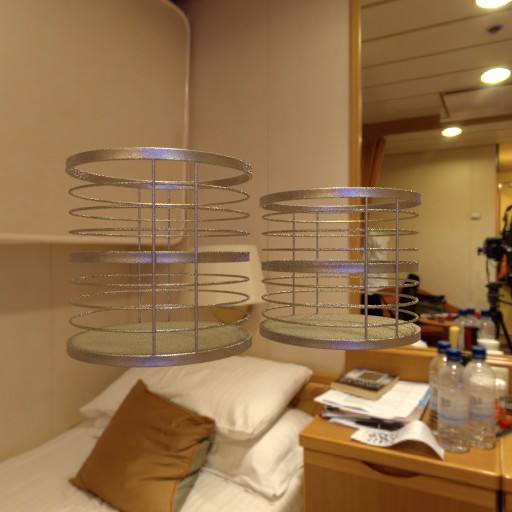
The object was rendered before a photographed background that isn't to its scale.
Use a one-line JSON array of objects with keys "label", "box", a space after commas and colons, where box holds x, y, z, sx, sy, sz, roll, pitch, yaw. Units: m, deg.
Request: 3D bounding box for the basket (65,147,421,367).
[{"label": "basket", "box": [0.000, 0.000, 0.944, 0.746, 0.351, 0.356, 0, 1, -18]}]
